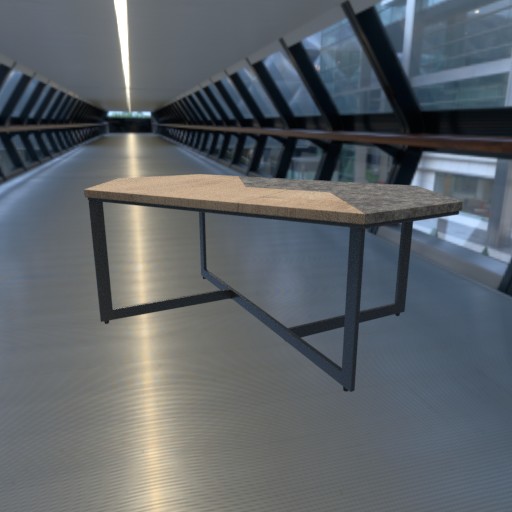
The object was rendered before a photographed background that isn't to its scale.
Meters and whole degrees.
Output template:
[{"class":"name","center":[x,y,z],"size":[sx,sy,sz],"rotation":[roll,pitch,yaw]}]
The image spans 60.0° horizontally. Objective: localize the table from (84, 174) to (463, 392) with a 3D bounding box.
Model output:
[{"class":"table","center":[0.000,0.000,1.486],"size":[1.219,0.457,0.609],"rotation":[9,18,28]}]
